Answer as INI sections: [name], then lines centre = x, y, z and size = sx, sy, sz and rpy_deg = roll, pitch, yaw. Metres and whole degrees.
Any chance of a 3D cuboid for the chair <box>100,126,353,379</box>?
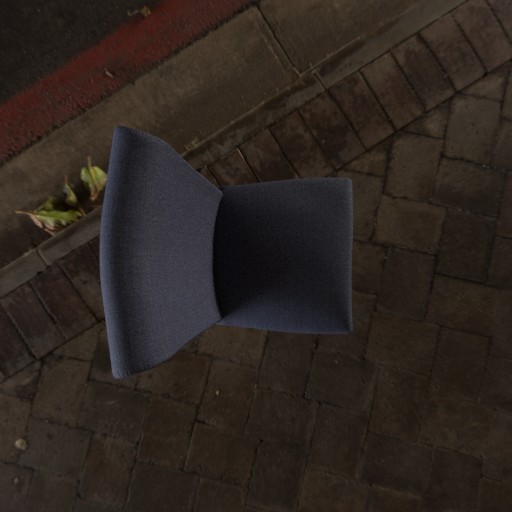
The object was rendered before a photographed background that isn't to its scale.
[chair]
centre = 0.000, 0.000, 1.355
size = 0.608, 0.988, 0.513
rpy_deg = 0, 89, 1
